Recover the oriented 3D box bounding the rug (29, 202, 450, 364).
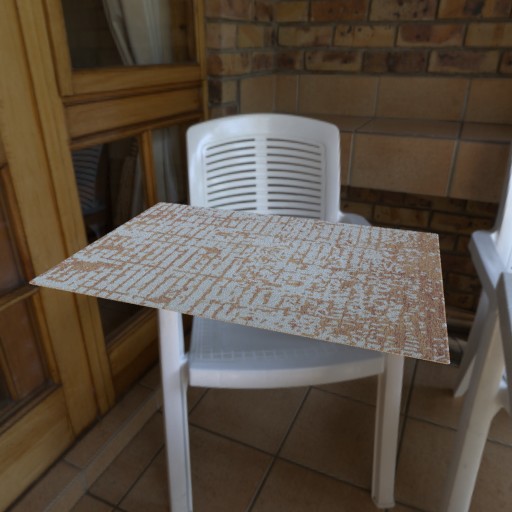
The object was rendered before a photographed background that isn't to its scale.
[{"bbox_3d":[0.000,0.000,2.323,1.829,0.011,1.219,8,27,17],"label":"rug"}]
